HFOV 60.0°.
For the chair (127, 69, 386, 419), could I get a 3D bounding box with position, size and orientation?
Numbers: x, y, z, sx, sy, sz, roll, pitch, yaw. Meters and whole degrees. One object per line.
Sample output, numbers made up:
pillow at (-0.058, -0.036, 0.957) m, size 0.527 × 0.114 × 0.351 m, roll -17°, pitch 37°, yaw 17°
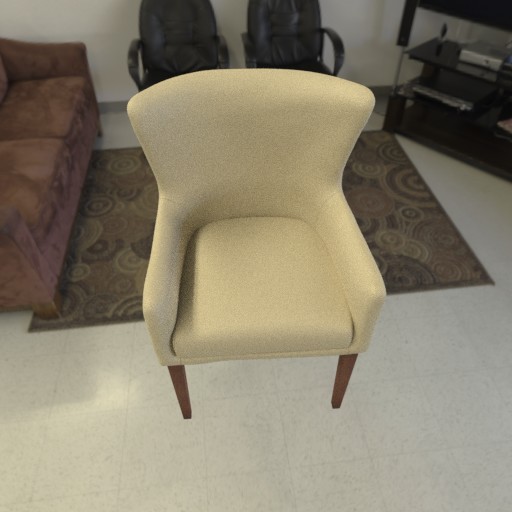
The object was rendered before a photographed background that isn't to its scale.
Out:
chair at (0.000, 0.000, 1.416) m, size 0.660 × 0.952 × 0.686 m, roll -3°, pitch 45°, yaw -3°
